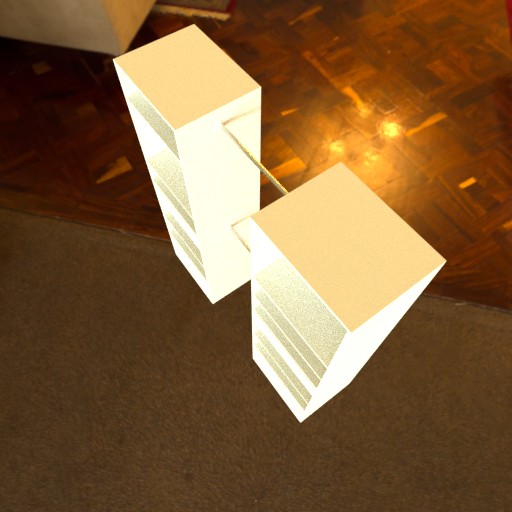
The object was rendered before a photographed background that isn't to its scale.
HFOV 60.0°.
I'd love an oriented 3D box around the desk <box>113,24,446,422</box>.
[{"bbox_3d":[0.000,0.000,2.817,0.480,2.000,1.770,-33,66,-17],"label":"desk"}]
